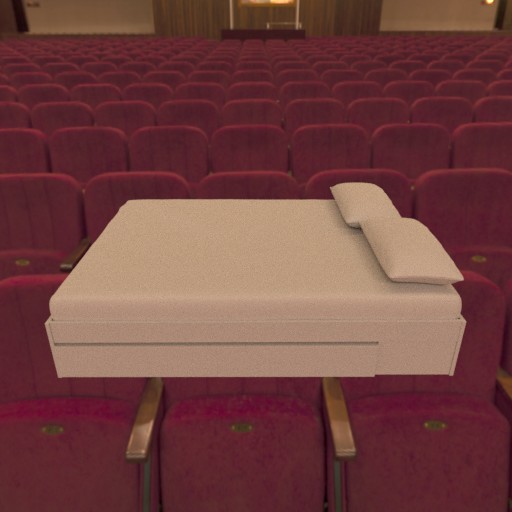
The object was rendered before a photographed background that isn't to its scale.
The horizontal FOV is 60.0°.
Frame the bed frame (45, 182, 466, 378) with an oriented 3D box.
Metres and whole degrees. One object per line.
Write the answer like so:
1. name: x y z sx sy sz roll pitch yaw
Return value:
1. bed frame: 0.000 0.000 2.695 1.950 0.629 1.450 0 26 0
